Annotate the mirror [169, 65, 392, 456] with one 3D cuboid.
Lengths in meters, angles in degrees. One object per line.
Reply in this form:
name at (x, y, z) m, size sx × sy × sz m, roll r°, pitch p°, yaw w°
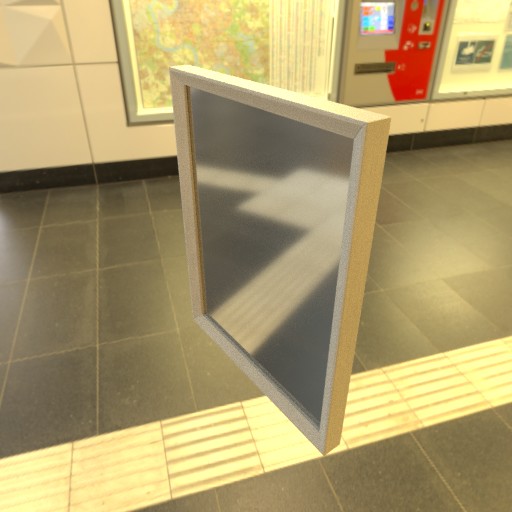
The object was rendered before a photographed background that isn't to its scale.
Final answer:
mirror at (0.000, 0.000, 0.698) m, size 0.041 × 0.509 × 0.406 m, roll -21°, pitch 37°, yaw -30°
